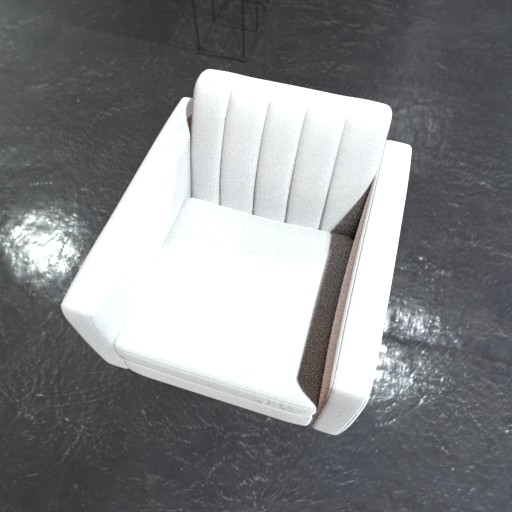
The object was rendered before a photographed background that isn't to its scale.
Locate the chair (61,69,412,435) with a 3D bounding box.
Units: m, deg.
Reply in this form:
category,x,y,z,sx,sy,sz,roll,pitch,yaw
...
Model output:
category,x,y,z,sx,sy,sz,roll,pitch,yaw
chair,0.000,0.000,1.651,0.953,0.819,0.998,15,60,9
